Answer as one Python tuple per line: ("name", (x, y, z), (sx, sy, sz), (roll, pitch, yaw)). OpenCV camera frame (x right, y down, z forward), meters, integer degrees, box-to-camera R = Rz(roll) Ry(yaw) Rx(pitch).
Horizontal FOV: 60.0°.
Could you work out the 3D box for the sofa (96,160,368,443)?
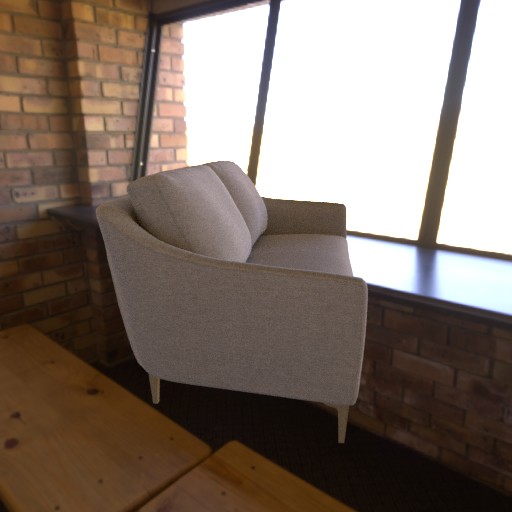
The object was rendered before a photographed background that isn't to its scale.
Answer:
("sofa", (0.000, 0.000, 2.204), (0.960, 0.904, 1.619), (2, 15, 9))
